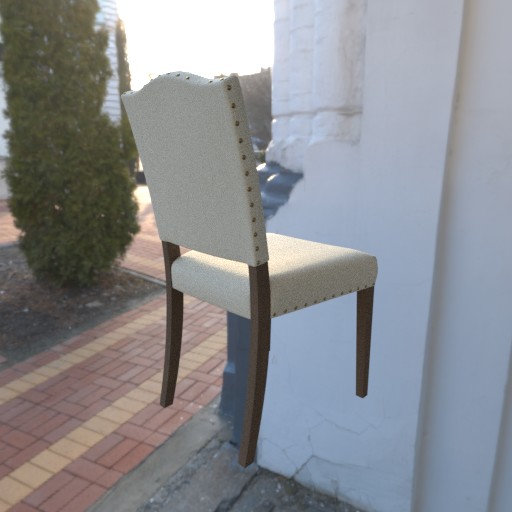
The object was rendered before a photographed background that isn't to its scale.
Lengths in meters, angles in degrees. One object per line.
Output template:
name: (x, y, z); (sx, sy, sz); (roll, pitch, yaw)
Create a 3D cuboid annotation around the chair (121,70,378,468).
chair: (0.000, 0.000, 1.374); (0.619, 1.015, 0.508); (-14, 20, -43)
